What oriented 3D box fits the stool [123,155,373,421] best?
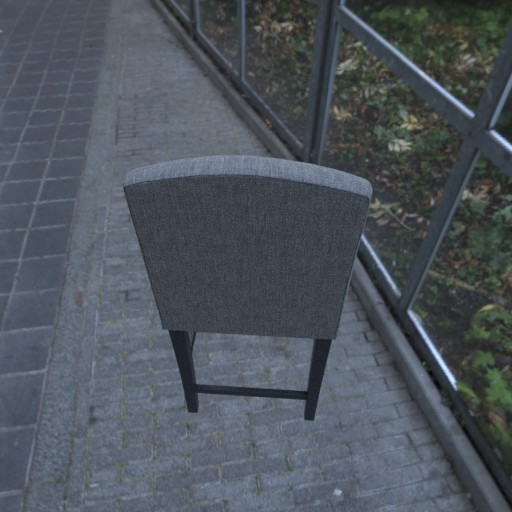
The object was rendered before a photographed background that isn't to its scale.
[{"bbox_3d":[0.000,0.000,1.274,0.451,0.966,0.552,3,46,3],"label":"stool"}]
